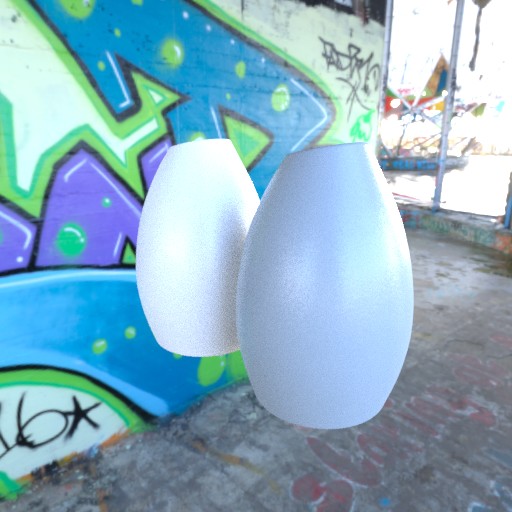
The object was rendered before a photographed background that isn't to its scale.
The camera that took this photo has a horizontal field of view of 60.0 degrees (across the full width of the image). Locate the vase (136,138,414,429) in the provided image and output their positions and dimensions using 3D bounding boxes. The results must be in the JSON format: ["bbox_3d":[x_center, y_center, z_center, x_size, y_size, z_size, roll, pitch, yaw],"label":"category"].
[{"bbox_3d":[0.000,0.000,0.258,0.089,0.131,0.187,-15,22,-42],"label":"vase"}]
